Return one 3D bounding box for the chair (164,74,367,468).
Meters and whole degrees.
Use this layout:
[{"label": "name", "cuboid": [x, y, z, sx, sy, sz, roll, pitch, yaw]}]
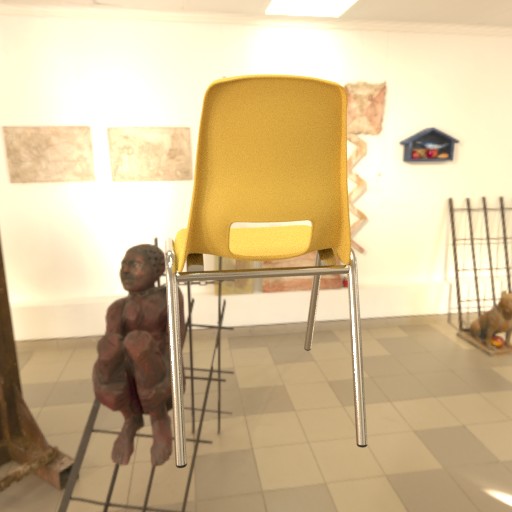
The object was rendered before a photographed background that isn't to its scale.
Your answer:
[{"label": "chair", "cuboid": [0.000, 0.000, 0.931, 0.381, 0.653, 0.436, -2, 14, -9]}]
